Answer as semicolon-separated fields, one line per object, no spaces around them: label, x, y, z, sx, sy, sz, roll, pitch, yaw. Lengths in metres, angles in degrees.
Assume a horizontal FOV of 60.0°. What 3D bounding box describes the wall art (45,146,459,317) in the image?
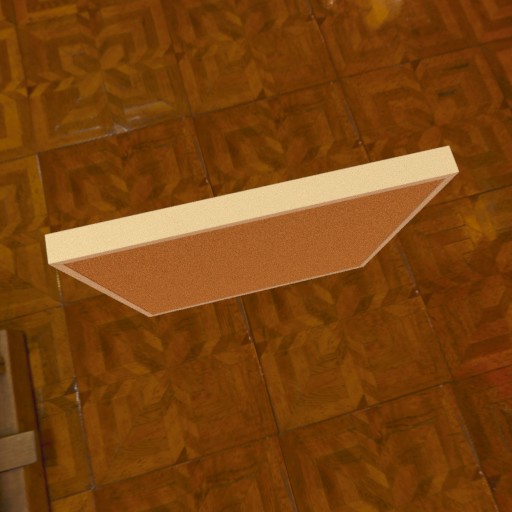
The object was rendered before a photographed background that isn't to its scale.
wall art;0.000;0.000;0.783;0.508;0.508;0.037;-13;76;-3
